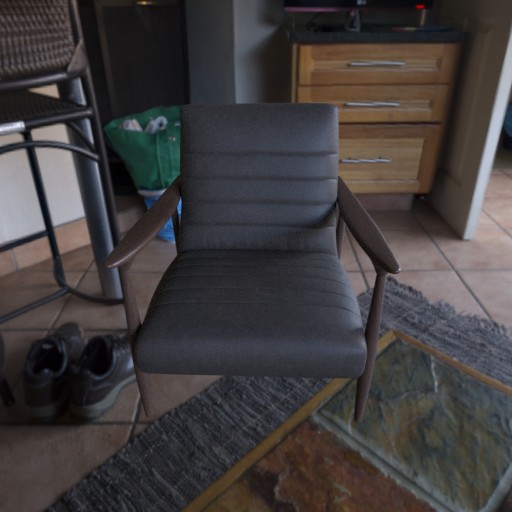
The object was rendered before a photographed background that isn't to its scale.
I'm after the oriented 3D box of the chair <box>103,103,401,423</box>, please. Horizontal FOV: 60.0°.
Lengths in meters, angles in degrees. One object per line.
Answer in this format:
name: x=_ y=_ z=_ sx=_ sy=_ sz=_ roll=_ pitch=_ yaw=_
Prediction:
chair: x=0.000 y=0.000 z=1.447 sx=0.741 sy=0.831 sz=0.798 roll=1 pitch=29 yaw=2
